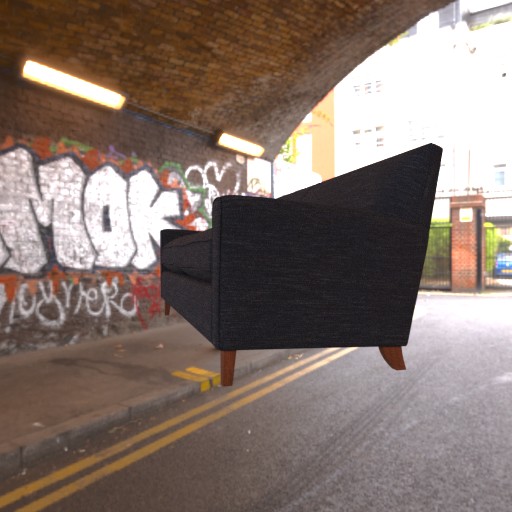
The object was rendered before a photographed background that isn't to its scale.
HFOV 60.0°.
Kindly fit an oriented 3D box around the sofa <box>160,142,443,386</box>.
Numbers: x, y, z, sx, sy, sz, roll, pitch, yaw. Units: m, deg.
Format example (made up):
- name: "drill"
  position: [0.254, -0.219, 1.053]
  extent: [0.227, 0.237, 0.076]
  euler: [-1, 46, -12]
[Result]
- name: "sofa"
  position: [0.000, 0.000, 2.431]
  extent: [0.875, 0.846, 1.976]
  euler: [0, 0, -17]
